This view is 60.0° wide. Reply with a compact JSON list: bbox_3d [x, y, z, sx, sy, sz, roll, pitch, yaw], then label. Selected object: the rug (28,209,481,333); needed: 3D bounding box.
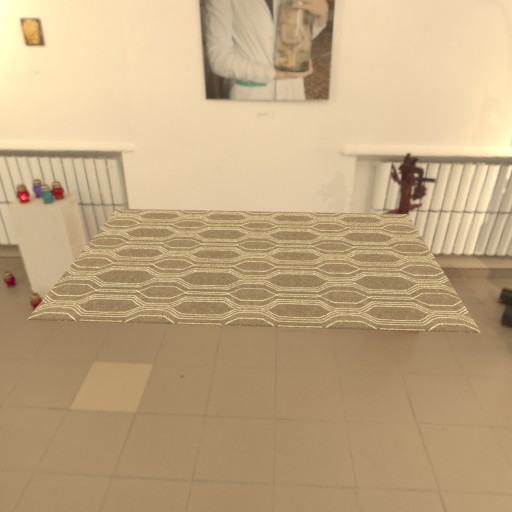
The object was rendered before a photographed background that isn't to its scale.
[{"bbox_3d":[0.000,0.000,3.067,2.457,0.012,1.541,1,29,2],"label":"rug"}]
